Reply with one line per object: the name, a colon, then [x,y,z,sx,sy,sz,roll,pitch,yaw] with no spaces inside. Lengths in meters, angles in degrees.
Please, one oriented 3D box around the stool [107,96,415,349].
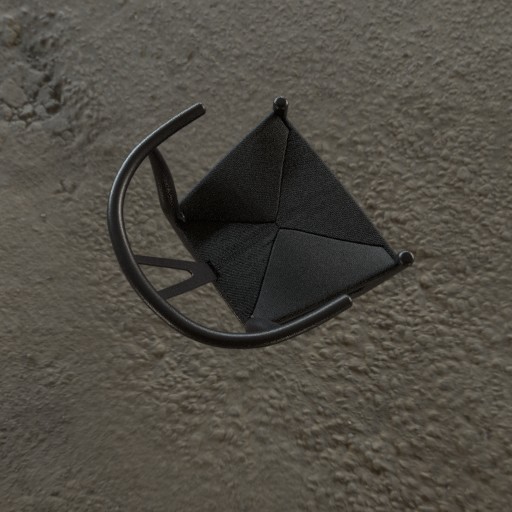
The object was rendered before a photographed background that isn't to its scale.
stool: [0.000,0.000,1.329,0.579,0.970,0.569,-35,79,-8]
